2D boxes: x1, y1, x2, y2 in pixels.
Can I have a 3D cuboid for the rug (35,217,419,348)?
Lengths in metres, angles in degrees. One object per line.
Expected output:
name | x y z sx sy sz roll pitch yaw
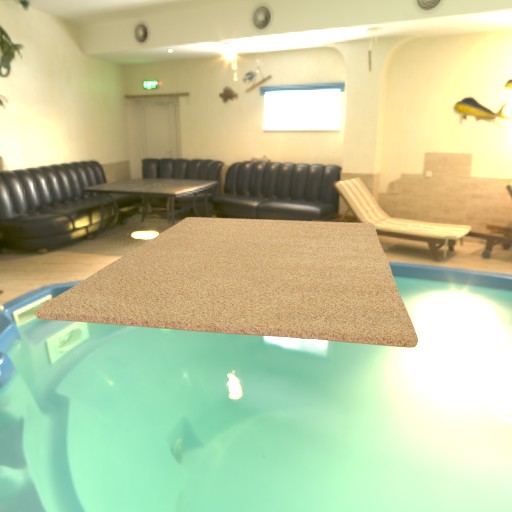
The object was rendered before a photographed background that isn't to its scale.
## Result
rug | 0.000 0.000 2.087 1.199 0.025 1.600 3 16 9
